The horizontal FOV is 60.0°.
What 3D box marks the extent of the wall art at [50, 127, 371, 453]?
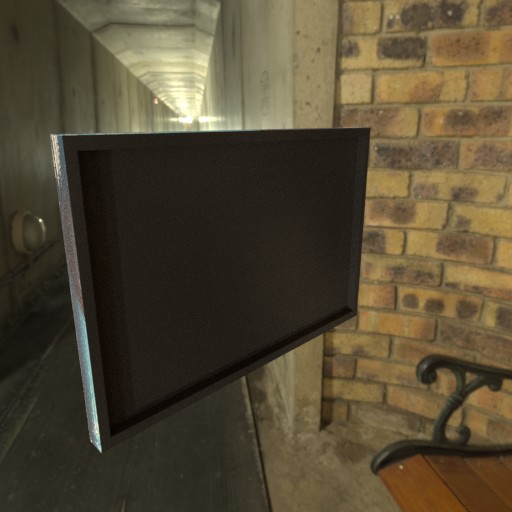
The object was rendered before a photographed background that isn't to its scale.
[{"bbox_3d":[0.000,0.000,0.742,0.609,0.406,0.033,-16,24,-42],"label":"wall art"}]
